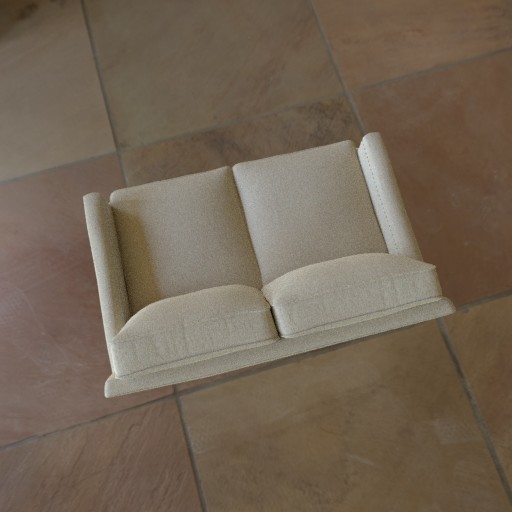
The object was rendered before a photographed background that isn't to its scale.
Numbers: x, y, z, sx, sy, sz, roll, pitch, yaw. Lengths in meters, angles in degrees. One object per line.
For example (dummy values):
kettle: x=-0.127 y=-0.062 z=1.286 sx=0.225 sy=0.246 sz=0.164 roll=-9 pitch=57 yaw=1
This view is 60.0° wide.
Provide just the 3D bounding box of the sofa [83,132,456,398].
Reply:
sofa: x=0.000 y=0.000 z=2.299 sx=1.597 sy=1.003 sz=1.084 roll=-13 pitch=75 yaw=-3
